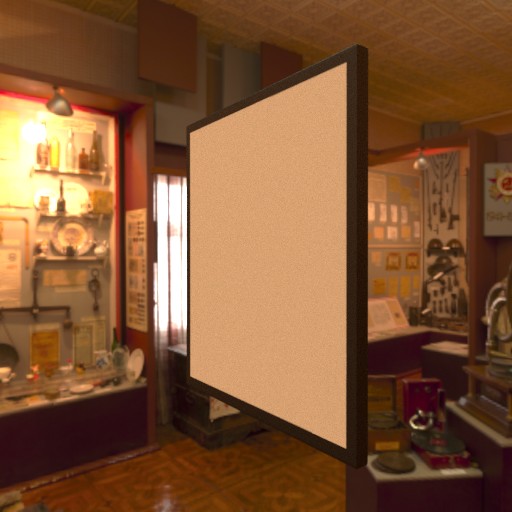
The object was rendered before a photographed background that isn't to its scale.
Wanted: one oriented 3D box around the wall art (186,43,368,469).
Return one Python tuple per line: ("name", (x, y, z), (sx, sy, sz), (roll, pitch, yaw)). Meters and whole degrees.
("wall art", (0.000, 0.000, 0.707), (0.021, 0.509, 0.430), (0, 0, -37))
